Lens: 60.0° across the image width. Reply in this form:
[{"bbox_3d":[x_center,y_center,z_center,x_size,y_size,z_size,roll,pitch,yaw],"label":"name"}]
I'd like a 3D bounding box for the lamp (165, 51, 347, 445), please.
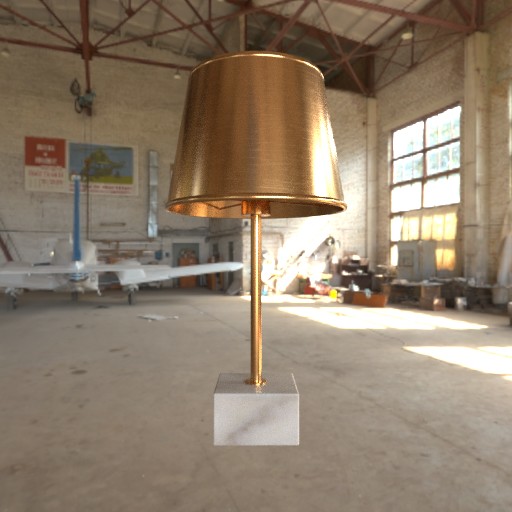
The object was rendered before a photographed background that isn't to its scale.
[{"bbox_3d":[0.000,0.000,0.516,0.208,0.406,0.208,0,0,0],"label":"lamp"}]
